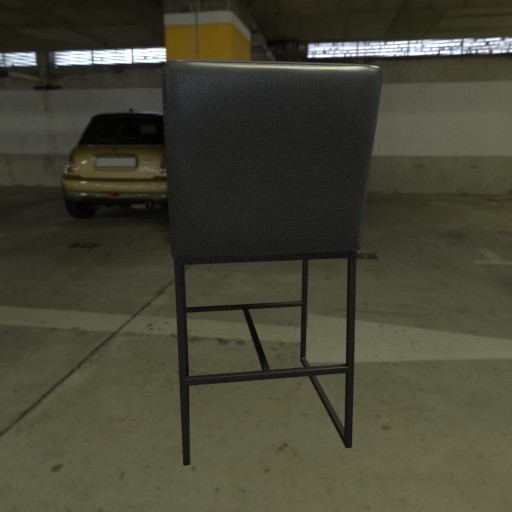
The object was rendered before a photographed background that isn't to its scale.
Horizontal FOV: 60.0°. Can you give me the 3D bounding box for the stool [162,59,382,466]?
[{"bbox_3d":[0.000,0.000,1.239,0.457,0.938,0.552,-2,15,-8],"label":"stool"}]
